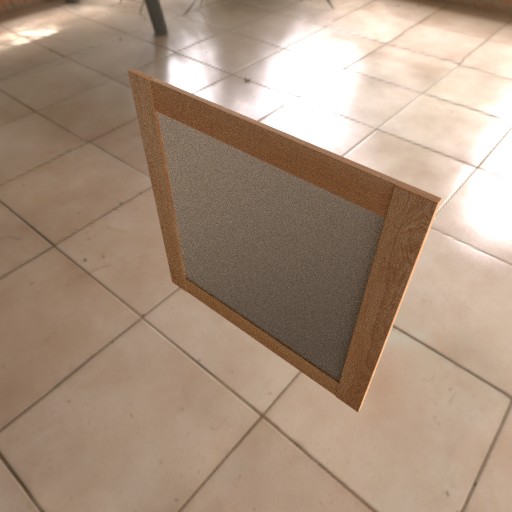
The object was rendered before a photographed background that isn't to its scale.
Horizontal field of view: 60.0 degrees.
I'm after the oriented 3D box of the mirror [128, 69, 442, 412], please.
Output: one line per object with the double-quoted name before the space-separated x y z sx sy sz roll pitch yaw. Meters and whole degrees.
"mirror" 0.000 0.000 1.208 0.800 0.800 0.020 31 54 26
